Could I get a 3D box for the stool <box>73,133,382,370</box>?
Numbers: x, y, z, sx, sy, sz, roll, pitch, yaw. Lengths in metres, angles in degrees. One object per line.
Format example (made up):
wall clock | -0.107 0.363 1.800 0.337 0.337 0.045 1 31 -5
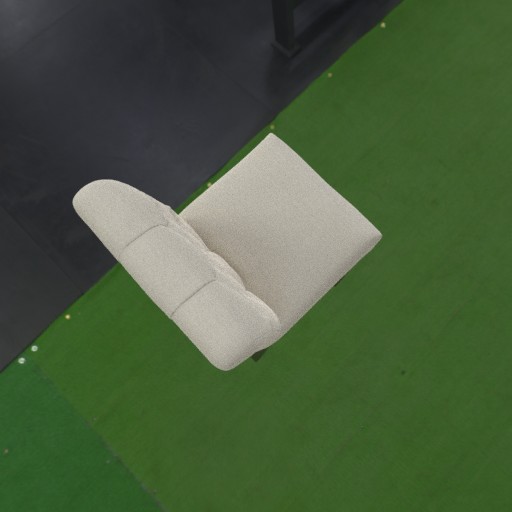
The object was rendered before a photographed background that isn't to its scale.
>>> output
stool | 0.000 0.000 1.417 0.610 1.118 0.482 -42 79 -11
